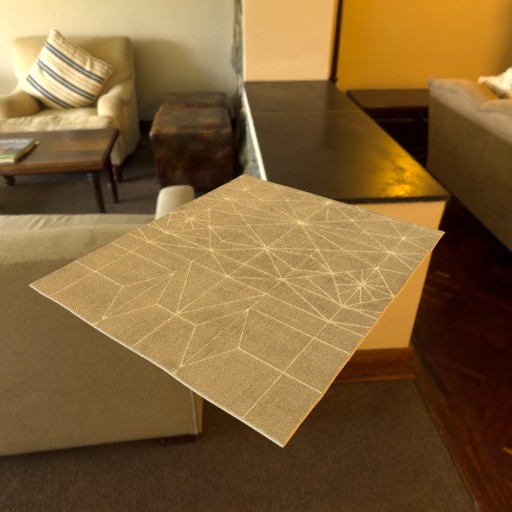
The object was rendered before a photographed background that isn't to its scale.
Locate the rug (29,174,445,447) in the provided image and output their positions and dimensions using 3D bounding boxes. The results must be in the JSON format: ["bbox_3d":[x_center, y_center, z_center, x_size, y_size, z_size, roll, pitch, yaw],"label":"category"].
[{"bbox_3d":[0.000,0.000,0.878,0.548,0.006,0.639,22,39,30],"label":"rug"}]
